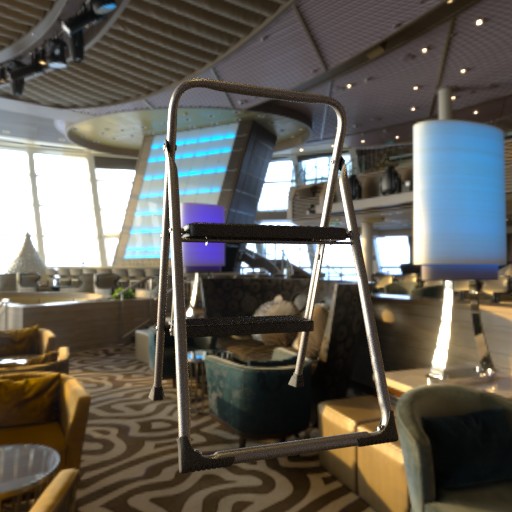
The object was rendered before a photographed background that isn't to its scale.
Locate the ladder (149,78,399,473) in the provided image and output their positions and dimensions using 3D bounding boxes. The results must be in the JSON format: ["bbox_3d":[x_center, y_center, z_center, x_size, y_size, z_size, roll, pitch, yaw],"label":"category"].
[{"bbox_3d":[0.000,0.000,1.005,0.430,0.720,0.472,1,-2,-19],"label":"ladder"}]
